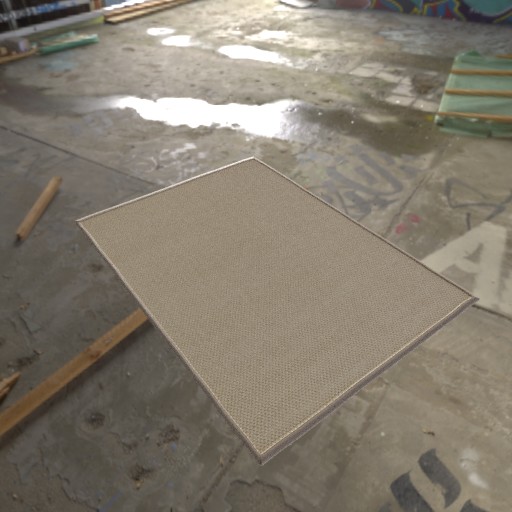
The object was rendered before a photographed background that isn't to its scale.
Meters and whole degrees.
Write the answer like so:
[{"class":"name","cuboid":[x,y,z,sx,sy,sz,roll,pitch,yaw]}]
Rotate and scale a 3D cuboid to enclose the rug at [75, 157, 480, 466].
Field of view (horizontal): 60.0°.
[{"class":"rug","cuboid":[0.000,0.000,2.719,1.525,0.020,2.081,-26,47,-27]}]
